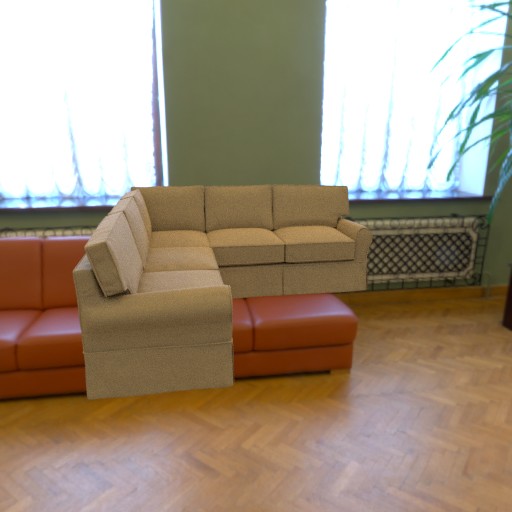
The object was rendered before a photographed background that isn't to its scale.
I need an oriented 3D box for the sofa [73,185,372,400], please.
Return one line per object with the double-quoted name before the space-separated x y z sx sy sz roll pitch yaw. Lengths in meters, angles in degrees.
"sofa" 0.000 0.000 4.246 2.733 1.124 2.730 -3 16 -10
